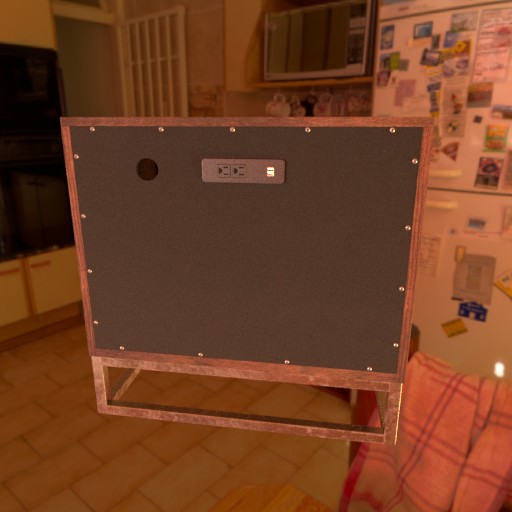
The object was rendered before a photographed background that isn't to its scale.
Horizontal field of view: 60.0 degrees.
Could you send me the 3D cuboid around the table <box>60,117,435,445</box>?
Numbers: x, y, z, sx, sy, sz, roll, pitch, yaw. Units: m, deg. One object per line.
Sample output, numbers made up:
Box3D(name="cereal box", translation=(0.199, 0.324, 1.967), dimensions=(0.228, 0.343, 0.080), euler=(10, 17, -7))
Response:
Box3D(name="table", translation=(0.000, 0.000, 1.248), dimensions=(0.767, 0.746, 0.542), euler=(3, 17, 9))
